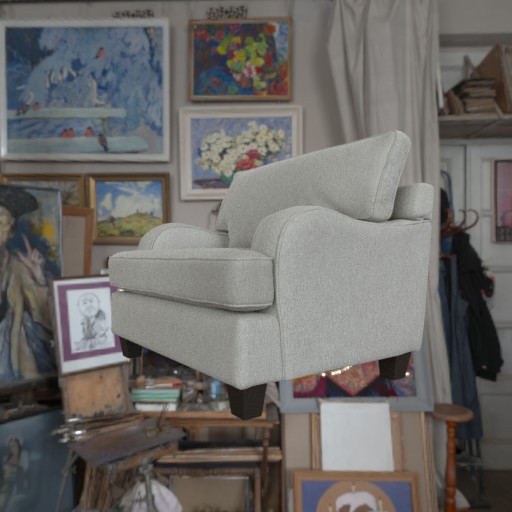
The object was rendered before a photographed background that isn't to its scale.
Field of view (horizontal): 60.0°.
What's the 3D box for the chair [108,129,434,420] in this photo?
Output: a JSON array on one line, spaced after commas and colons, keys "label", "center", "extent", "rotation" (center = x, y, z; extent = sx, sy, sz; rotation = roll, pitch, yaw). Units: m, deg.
[{"label": "chair", "center": [0.000, 0.000, 2.068], "extent": [1.041, 1.016, 1.220], "rotation": [0, 0, -36]}]
